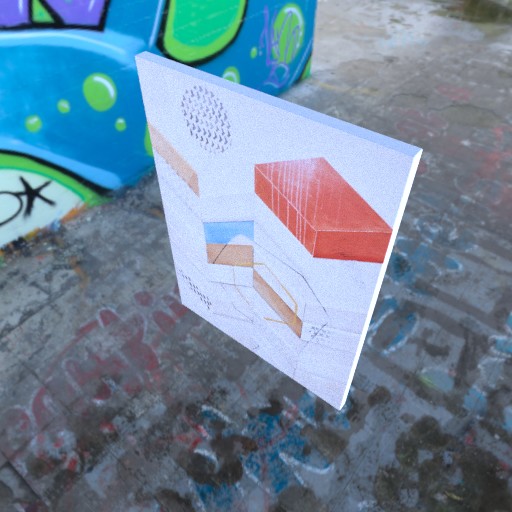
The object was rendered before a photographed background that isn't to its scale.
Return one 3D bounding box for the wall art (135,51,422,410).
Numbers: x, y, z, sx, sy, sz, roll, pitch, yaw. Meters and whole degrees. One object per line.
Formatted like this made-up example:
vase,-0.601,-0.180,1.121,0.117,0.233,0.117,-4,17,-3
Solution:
wall art,0.000,0.000,1.611,0.914,1.221,0.046,29,52,26
